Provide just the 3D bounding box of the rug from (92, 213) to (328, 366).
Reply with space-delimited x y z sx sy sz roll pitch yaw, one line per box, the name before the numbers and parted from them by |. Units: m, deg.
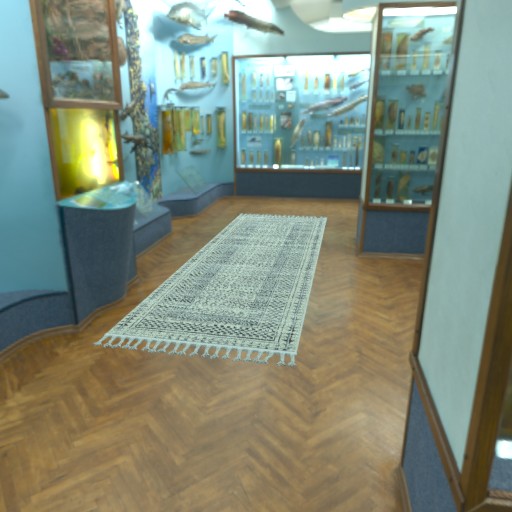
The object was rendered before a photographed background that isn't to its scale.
rug | 0.000 0.000 2.759 0.786 0.013 2.480 3 18 11
